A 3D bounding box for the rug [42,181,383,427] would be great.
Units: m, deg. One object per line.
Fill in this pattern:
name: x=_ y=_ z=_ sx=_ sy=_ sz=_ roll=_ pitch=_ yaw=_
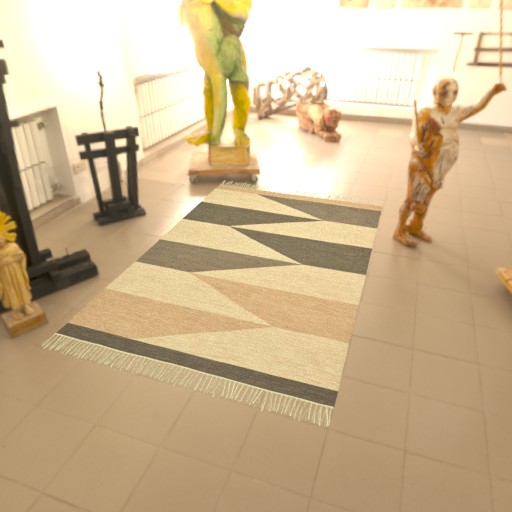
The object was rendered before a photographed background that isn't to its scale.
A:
rug: x=0.000 y=0.000 z=2.497 sx=1.224 sy=0.027 sz=2.021 roll=10 pitch=32 yaw=16
